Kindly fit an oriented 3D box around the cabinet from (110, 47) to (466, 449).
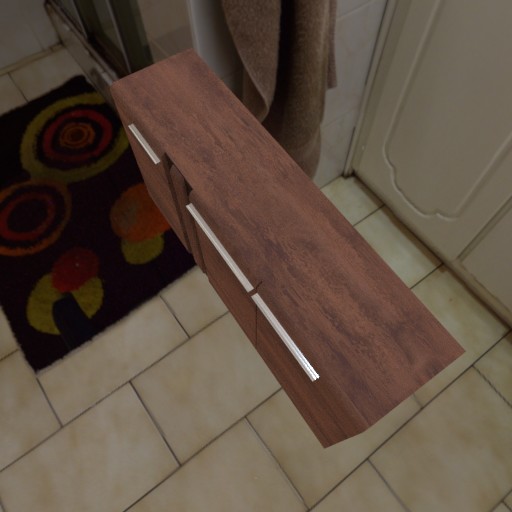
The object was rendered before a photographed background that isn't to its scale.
[{"bbox_3d":[0.000,0.000,1.962,0.420,0.900,1.600,-31,68,-15],"label":"cabinet"}]
